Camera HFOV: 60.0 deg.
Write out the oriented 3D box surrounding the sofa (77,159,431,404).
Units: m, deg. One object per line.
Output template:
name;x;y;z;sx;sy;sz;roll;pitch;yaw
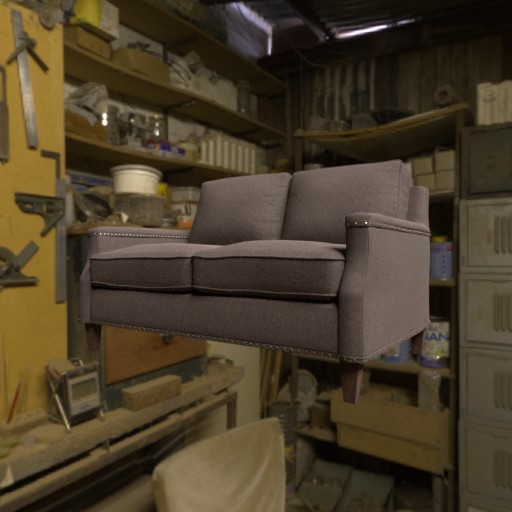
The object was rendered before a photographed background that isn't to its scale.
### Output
sofa;0.000;0.000;2.336;1.597;1.003;1.084;0;0;34
